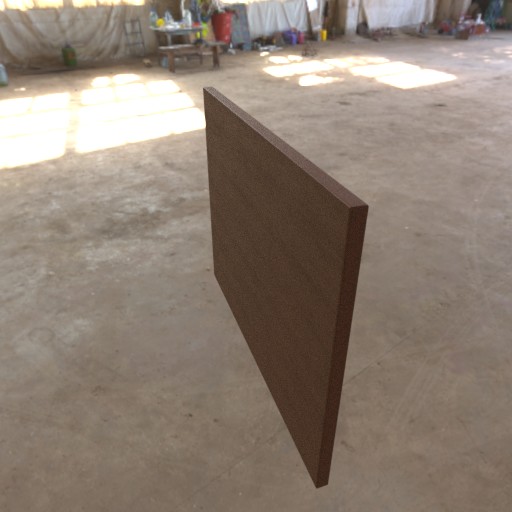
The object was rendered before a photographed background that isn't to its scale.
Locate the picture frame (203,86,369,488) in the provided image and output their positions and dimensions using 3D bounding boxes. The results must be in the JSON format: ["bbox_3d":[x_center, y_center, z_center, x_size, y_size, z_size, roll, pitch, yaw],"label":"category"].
[{"bbox_3d":[0.000,0.000,1.730,0.045,1.018,1.329,-10,33,-16],"label":"picture frame"}]
